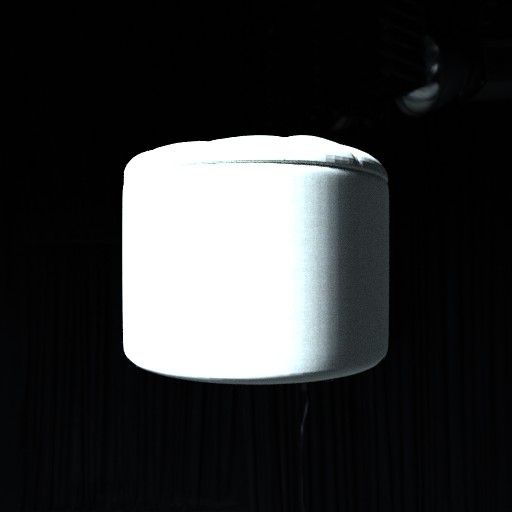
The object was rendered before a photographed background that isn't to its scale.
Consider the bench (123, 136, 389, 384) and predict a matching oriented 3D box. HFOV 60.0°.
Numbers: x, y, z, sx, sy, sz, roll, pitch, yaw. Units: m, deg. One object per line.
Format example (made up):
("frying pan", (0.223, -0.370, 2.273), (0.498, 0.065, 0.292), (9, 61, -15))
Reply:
("bench", (0.000, 0.000, 1.044), (0.600, 0.453, 0.600), (0, 0, 0))
